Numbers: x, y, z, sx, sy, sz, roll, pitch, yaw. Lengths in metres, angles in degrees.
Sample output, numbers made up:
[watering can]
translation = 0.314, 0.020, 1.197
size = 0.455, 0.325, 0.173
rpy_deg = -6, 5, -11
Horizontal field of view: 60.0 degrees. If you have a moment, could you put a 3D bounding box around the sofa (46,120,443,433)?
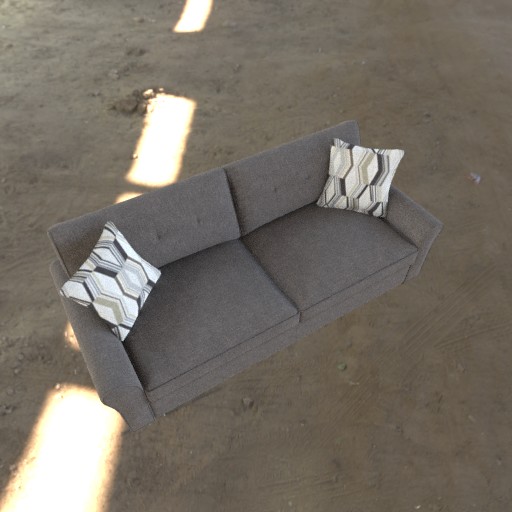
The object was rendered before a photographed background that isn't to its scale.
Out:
[sofa]
translation = 0.000, 0.000, 2.499
size = 2.032, 0.813, 0.889
rpy_deg = -24, 52, -21
